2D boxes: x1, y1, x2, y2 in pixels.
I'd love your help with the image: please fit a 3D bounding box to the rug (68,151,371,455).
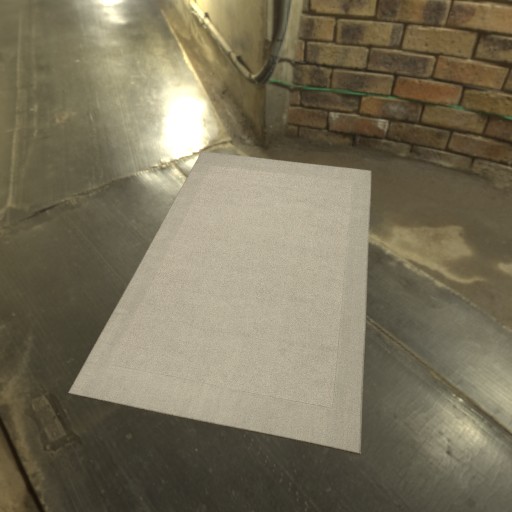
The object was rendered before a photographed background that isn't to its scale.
[{"bbox_3d":[0.000,0.000,3.072,1.524,0.014,2.438,8,45,8],"label":"rug"}]
